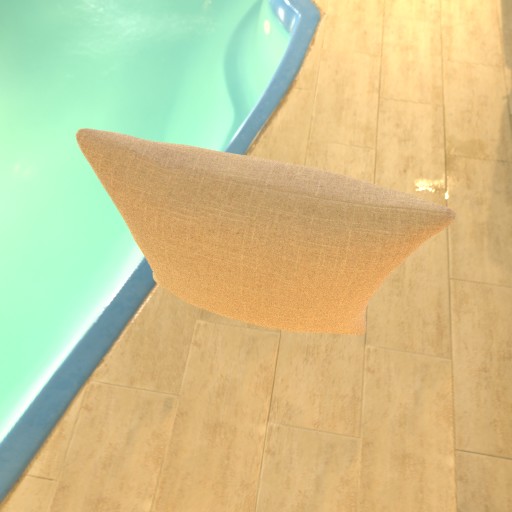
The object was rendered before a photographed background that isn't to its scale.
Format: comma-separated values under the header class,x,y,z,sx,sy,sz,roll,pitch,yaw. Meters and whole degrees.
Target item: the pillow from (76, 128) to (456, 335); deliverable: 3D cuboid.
class,x,y,z,sx,sy,sz,roll,pitch,yaw
pillow,0.000,0.000,0.641,0.414,0.399,0.173,14,64,7
